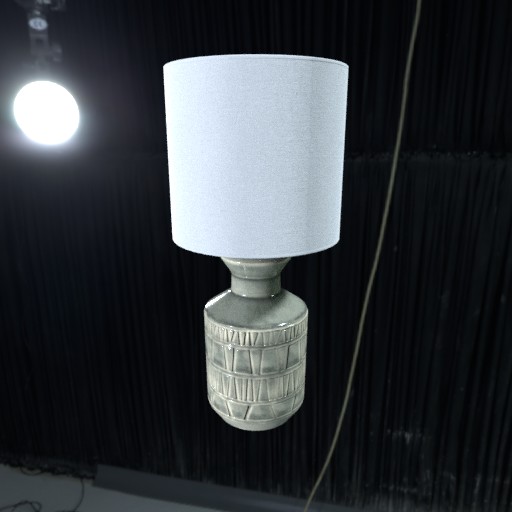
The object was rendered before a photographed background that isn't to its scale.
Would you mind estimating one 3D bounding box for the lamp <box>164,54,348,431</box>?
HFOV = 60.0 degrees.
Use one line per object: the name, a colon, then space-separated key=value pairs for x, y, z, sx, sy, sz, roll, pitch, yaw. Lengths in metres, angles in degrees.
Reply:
lamp: x=0.000 y=0.000 z=0.580 sx=0.211 sy=0.455 sz=0.211 roll=3 pitch=16 yaw=10
